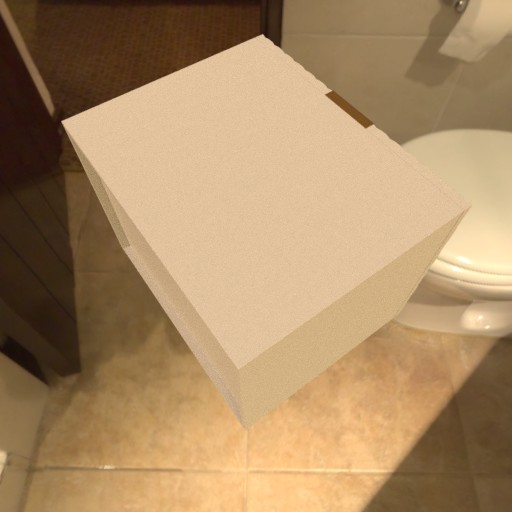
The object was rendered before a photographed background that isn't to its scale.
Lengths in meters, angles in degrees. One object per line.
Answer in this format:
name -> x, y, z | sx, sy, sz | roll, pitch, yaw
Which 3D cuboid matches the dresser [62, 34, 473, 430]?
dresser -> 0.000, 0.000, 0.917 | 0.414, 0.568, 0.503 | -32, 64, -18
